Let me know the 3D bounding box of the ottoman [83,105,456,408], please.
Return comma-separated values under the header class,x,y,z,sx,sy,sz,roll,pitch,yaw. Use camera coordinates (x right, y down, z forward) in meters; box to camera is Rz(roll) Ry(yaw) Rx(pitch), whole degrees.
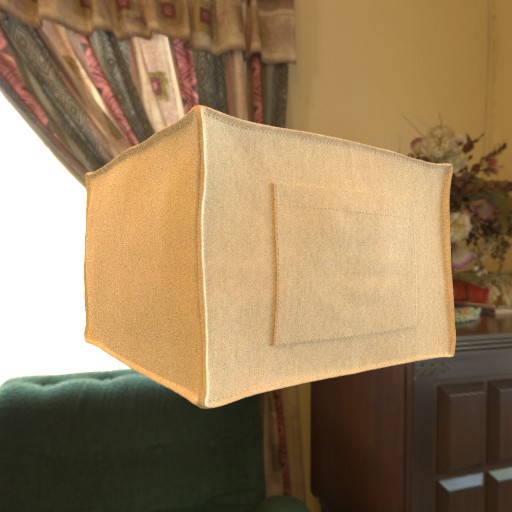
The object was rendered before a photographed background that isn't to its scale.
class,x,y,z,sx,sy,sz,roll,pitch,yaw
ottoman,0.000,0.000,1.111,0.707,0.470,0.696,0,0,-35
